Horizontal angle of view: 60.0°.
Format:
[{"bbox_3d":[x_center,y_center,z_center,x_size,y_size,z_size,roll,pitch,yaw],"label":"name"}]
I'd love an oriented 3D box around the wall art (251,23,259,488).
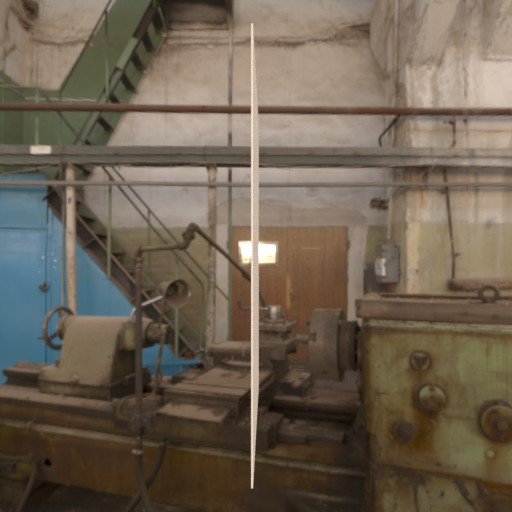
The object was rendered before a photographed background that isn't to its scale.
[{"bbox_3d":[0.000,0.000,0.809,0.003,0.610,0.457,0,0,1],"label":"wall art"}]
